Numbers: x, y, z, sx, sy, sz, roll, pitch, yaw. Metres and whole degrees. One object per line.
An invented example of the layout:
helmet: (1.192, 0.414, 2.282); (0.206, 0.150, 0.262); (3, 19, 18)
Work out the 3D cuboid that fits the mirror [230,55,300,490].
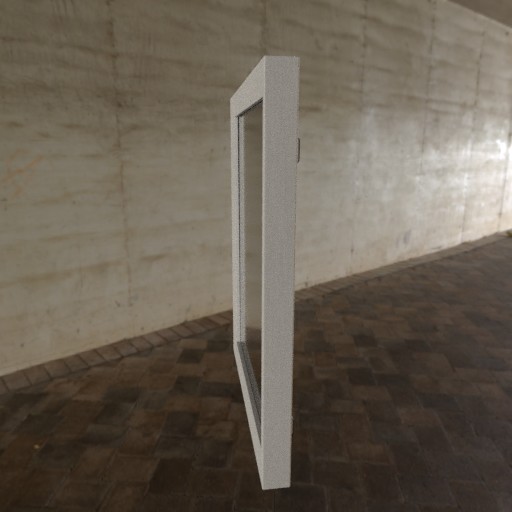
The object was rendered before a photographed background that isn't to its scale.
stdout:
mirror: (0.000, 0.000, 0.696); (0.041, 0.508, 0.405); (-2, 14, -8)
